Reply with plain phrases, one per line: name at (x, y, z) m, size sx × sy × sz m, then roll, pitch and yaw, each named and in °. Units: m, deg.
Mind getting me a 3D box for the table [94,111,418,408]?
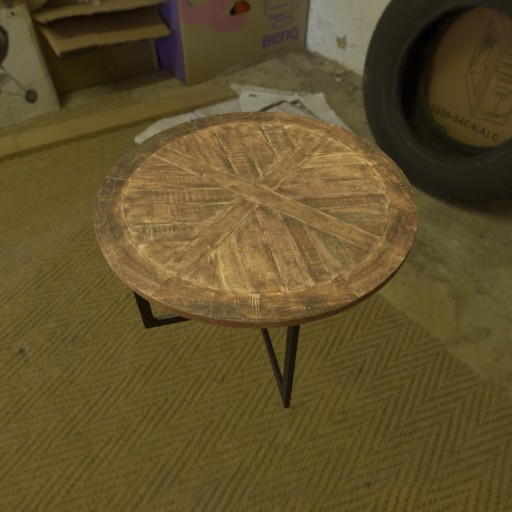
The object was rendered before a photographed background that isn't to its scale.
table at (0.000, 0.000, 2.055) m, size 1.264 × 0.762 × 1.264 m, roll 0°, pitch 47°, yaw 0°
